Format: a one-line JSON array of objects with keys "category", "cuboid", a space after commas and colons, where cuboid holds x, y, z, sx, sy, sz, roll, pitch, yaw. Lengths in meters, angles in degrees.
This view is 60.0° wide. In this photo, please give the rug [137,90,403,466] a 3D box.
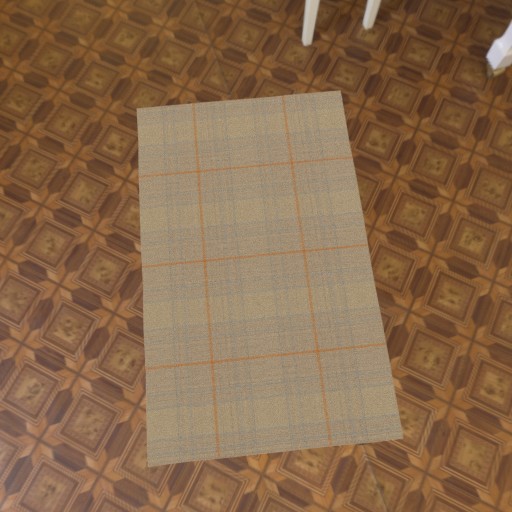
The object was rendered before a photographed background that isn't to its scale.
[{"category": "rug", "cuboid": [0.000, 0.000, 2.968, 1.527, 0.016, 2.442, -6, 74, -2]}]
